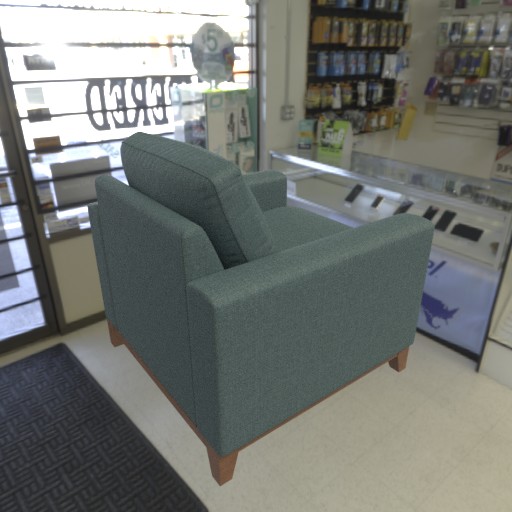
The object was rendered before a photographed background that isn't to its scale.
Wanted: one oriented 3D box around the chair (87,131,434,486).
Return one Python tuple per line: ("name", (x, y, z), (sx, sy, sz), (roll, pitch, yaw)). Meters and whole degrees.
("chair", (0.000, 0.000, 1.874), (1.038, 1.010, 1.024), (-18, 30, -33))
